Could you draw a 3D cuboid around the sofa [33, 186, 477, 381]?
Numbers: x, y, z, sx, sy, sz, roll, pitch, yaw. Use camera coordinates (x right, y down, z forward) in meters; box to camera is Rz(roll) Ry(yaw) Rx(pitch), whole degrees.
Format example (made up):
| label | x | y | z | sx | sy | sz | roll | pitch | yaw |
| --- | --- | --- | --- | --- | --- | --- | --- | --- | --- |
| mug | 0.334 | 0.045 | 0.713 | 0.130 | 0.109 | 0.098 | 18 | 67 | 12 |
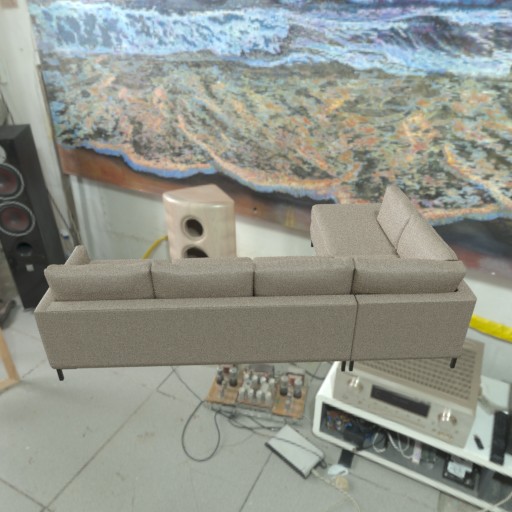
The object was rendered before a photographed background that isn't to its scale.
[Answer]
| label | x | y | z | sx | sy | sz | roll | pitch | yaw |
| --- | --- | --- | --- | --- | --- | --- | --- | --- | --- |
| sofa | 0.000 | 0.000 | 3.131 | 2.423 | 0.703 | 1.617 | -1 | 30 | -2 |
